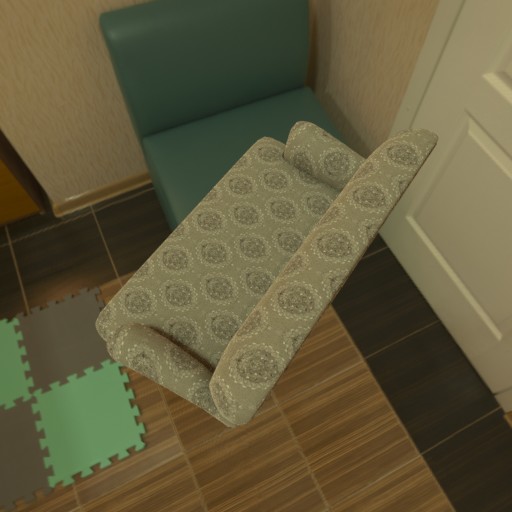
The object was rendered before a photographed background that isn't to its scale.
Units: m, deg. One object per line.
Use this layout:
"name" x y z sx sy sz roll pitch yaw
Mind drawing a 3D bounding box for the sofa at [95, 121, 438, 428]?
"sofa" 0.000 0.000 1.815 0.779 0.889 1.297 32 67 15
